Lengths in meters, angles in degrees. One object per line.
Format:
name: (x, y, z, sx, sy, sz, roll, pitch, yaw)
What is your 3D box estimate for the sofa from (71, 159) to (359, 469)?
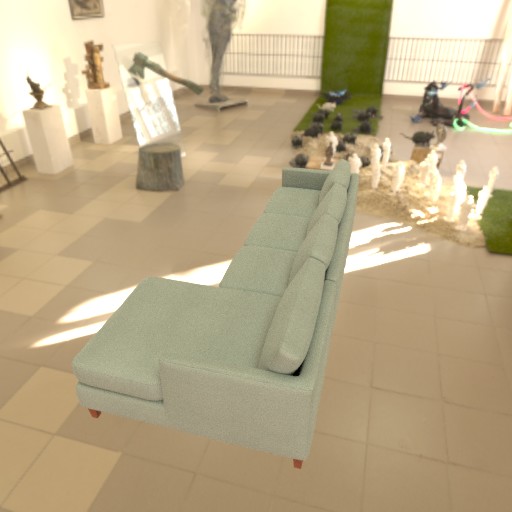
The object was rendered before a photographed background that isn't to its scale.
sofa: (0.000, 0.000, 4.086, 1.604, 0.950, 3.471, 8, 32, 13)
